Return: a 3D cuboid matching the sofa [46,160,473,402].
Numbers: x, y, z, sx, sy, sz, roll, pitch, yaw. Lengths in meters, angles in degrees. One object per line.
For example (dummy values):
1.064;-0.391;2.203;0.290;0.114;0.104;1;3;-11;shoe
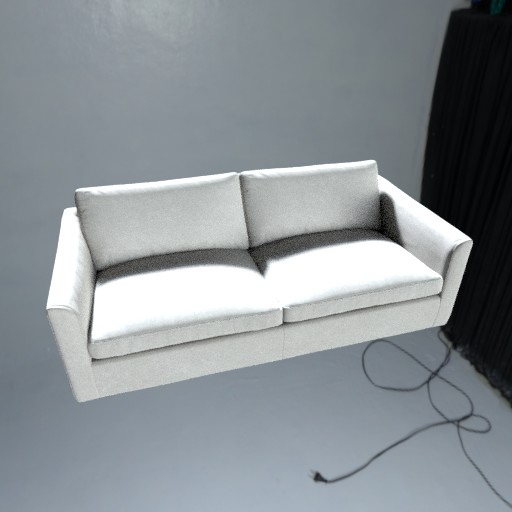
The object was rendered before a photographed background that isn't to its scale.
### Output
0.000;0.000;2.757;2.588;0.838;1.090;-9;32;-14;sofa
